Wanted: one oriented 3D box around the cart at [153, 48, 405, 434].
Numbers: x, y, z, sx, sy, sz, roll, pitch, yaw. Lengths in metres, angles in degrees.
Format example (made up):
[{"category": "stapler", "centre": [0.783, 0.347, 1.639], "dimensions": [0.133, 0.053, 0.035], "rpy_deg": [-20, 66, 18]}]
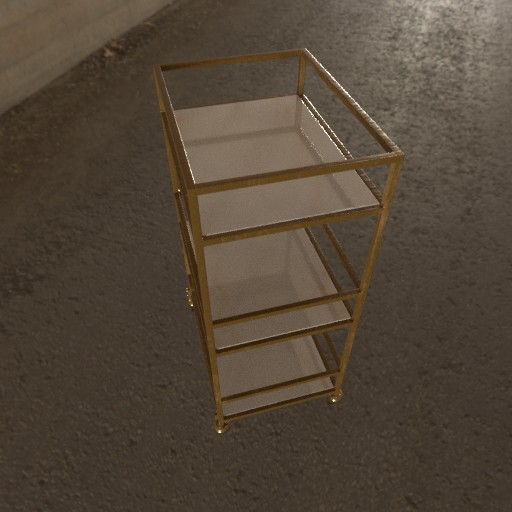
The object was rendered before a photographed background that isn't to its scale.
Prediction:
[{"category": "cart", "centre": [0.000, 0.000, 1.012], "dimensions": [0.332, 0.761, 0.483], "rpy_deg": [-11, 46, -11]}]
